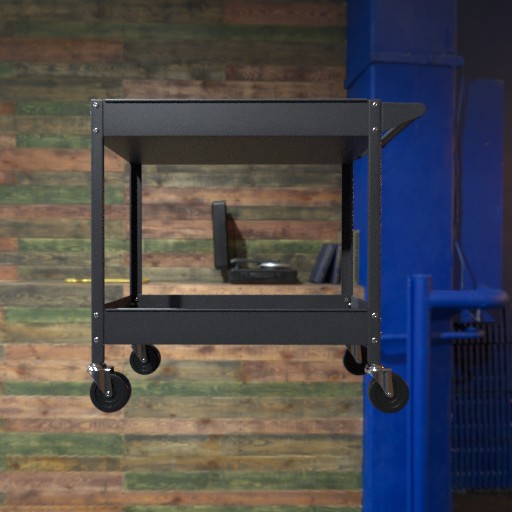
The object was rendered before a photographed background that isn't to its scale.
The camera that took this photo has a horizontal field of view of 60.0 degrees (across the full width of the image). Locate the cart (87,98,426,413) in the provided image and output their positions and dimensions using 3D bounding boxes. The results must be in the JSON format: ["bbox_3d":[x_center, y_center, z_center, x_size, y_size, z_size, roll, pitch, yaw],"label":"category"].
[{"bbox_3d":[0.000,0.000,1.186,0.779,0.719,0.366,0,1,0],"label":"cart"}]
